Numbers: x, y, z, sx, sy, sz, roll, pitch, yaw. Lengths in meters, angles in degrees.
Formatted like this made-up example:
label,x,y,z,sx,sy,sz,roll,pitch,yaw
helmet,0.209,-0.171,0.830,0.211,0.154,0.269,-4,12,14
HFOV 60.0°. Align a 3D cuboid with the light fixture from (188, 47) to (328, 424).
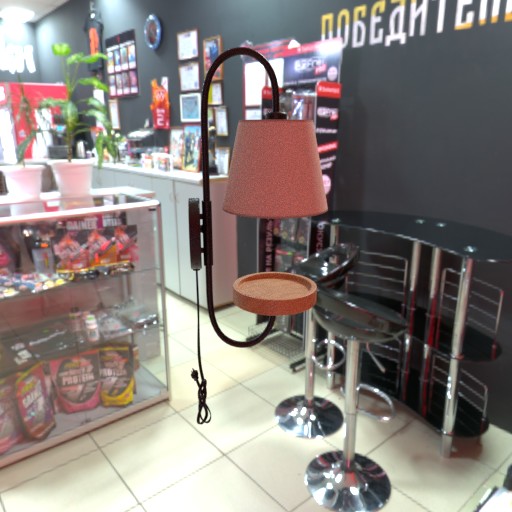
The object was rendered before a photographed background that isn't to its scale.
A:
label,x,y,z,sx,sy,sz,roll,pitch,yaw
light fixture,0.000,0.000,0.951,0.299,0.821,0.220,-2,16,-7
